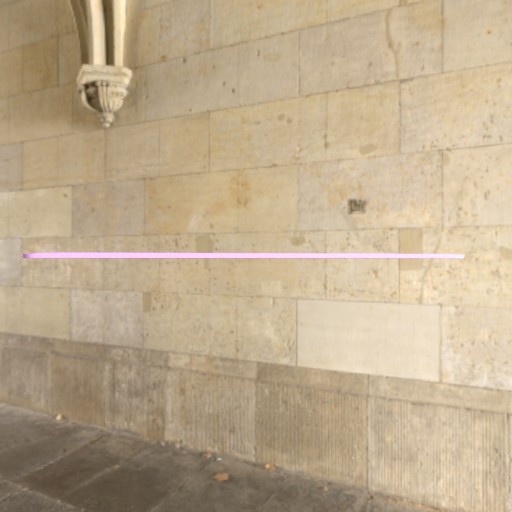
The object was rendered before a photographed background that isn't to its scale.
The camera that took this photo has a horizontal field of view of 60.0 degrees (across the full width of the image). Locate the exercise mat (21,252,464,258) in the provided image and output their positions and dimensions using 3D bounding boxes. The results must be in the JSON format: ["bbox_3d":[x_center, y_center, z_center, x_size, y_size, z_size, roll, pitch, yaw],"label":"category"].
[{"bbox_3d":[0.000,0.000,2.049,1.869,0.021,0.616,0,0,-17],"label":"exercise mat"}]
